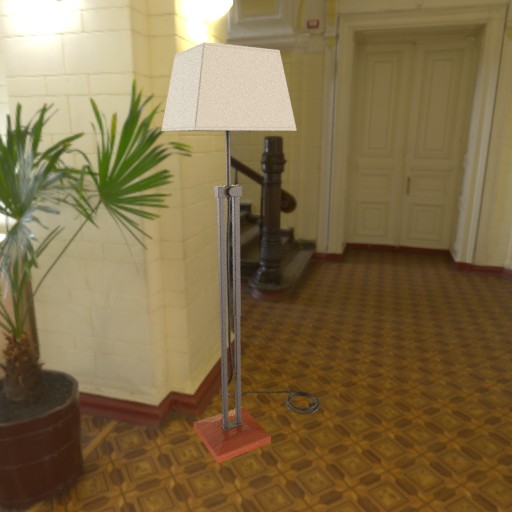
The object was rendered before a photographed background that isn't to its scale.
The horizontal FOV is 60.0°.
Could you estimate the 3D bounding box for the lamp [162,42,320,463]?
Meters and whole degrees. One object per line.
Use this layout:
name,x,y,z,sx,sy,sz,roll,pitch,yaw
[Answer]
lamp,0.000,0.000,2.023,0.745,1.712,0.472,-8,17,-28
